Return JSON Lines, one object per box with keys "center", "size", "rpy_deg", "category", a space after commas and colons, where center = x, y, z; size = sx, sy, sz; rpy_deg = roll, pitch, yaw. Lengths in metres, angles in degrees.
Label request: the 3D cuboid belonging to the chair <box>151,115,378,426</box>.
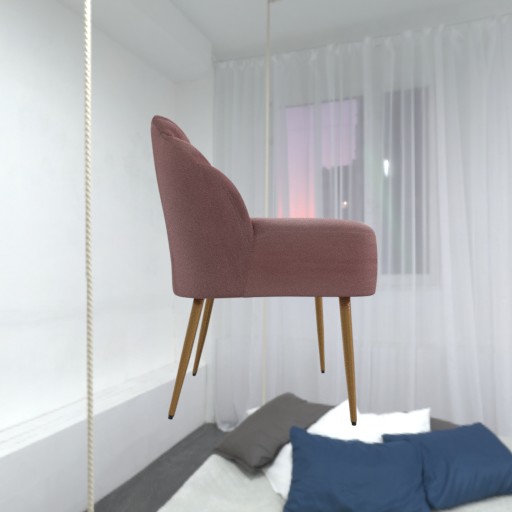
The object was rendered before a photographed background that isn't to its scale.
{"center": [0.000, 0.000, 1.318], "size": [0.599, 0.819, 0.657], "rpy_deg": [0, -1, 0], "category": "chair"}
